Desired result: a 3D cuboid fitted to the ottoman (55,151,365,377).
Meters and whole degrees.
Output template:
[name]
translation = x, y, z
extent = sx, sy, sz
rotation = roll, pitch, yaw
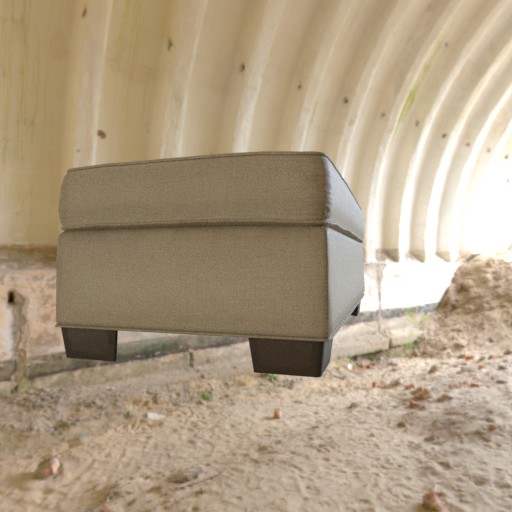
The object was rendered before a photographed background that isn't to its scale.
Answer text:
[ottoman]
translation = 0.000, 0.000, 1.413
extent = 0.617, 0.461, 1.097
rotation = 0, 0, 17
